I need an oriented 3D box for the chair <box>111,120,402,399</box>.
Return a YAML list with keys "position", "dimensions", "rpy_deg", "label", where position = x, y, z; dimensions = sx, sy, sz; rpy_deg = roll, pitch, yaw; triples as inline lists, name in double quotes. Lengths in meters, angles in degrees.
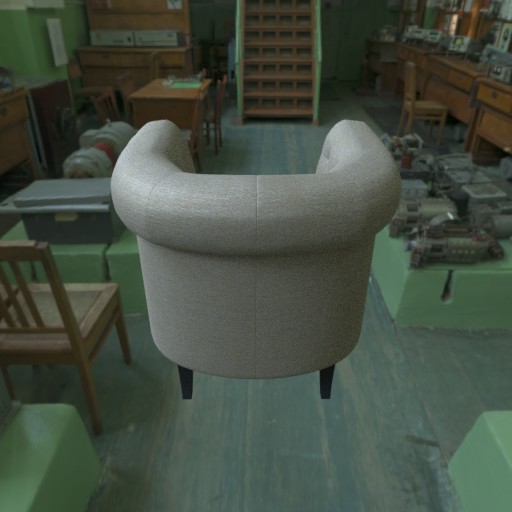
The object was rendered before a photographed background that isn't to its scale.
- position: [0.000, 0.000, 1.579]
  dimensions: [0.905, 0.827, 0.852]
  rpy_deg: [0, 30, 0]
  label: "chair"
